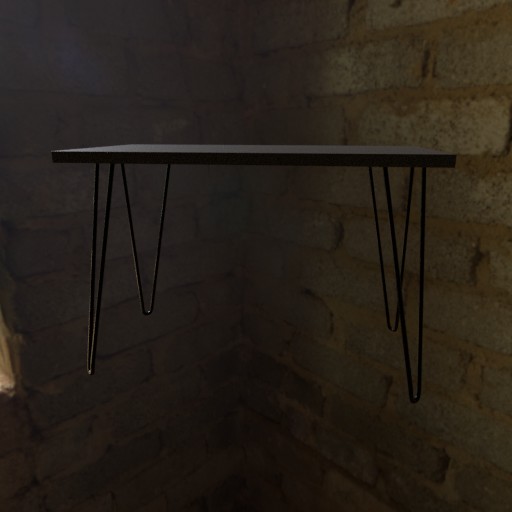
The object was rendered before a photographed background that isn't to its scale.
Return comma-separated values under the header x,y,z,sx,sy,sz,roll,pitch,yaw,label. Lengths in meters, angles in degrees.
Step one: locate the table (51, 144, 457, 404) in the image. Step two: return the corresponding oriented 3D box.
x,y,z,sx,sy,sz,roll,pitch,yaw,label
0.000,0.000,1.397,0.991,0.660,0.499,2,16,8,table
